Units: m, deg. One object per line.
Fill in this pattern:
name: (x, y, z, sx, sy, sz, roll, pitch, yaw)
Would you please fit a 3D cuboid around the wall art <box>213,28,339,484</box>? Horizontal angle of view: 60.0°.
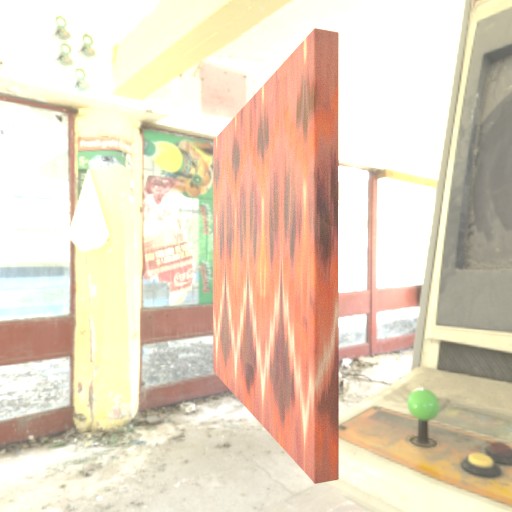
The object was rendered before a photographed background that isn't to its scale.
wall art: (0.000, 0.000, 0.882, 0.037, 0.609, 0.603, 0, 0, -18)
